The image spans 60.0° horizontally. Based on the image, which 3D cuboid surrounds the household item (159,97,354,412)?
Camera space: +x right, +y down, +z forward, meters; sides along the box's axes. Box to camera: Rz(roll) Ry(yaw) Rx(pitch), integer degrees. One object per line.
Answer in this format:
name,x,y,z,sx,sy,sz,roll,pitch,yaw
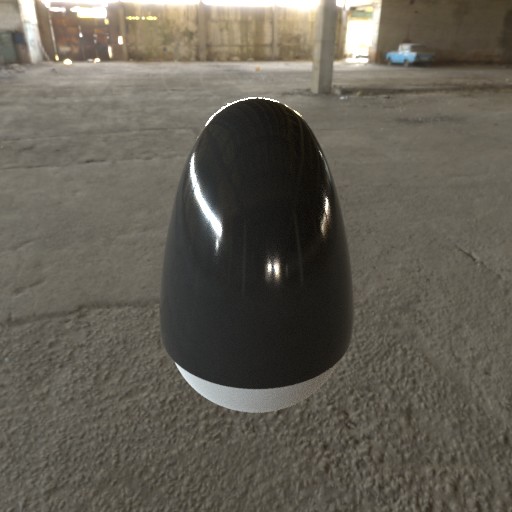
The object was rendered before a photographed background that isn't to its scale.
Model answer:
household item,0.000,0.000,0.224,0.102,0.152,0.104,-7,27,-14
